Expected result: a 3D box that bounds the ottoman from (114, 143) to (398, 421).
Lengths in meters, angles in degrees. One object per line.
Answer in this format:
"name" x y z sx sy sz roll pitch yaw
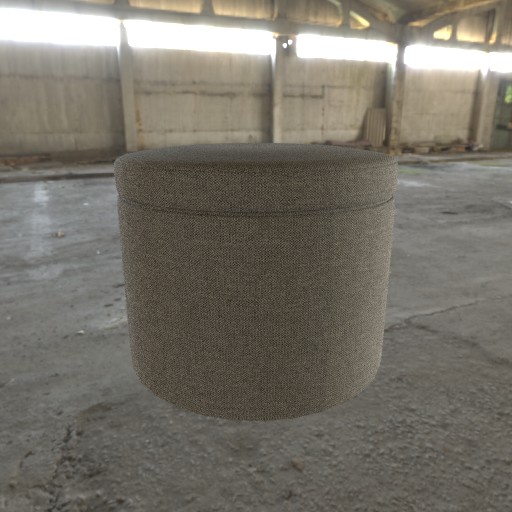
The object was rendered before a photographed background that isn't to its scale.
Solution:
"ottoman" 0.000 0.000 0.863 0.500 0.419 0.500 0 17 0
